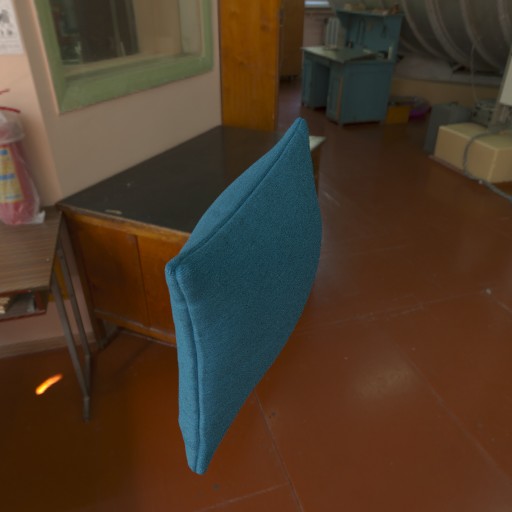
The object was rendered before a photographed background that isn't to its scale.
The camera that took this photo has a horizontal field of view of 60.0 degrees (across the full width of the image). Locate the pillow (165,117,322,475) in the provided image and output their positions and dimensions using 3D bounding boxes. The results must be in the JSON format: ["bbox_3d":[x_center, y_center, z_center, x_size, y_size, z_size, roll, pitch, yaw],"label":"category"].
[{"bbox_3d":[0.000,0.000,0.782,0.210,0.338,0.633,9,32,14],"label":"pillow"}]
